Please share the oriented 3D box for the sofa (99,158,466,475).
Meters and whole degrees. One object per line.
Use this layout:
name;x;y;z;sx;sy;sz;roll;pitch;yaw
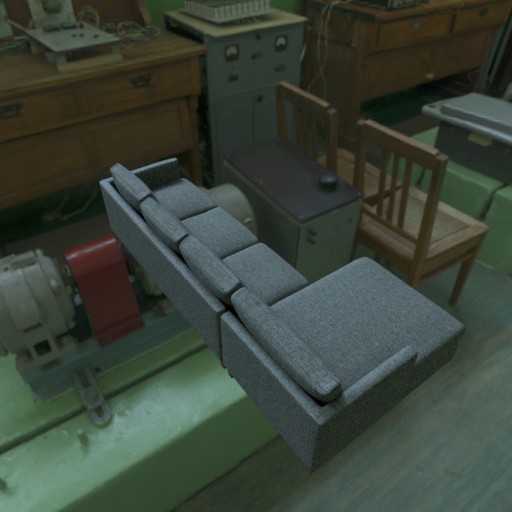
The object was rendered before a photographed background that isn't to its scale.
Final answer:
sofa;0.000;0.000;4.171;1.635;0.960;3.485;-26;47;-27
